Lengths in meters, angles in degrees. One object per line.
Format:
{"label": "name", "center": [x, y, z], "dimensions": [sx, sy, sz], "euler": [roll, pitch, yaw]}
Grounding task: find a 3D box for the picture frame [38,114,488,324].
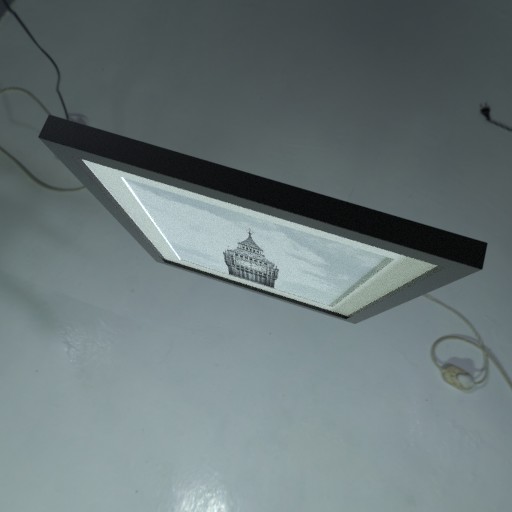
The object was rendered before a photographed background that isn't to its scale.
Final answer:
{"label": "picture frame", "center": [0.000, 0.000, 0.711], "dimensions": [0.460, 0.556, 0.028], "euler": [17, 77, 4]}
